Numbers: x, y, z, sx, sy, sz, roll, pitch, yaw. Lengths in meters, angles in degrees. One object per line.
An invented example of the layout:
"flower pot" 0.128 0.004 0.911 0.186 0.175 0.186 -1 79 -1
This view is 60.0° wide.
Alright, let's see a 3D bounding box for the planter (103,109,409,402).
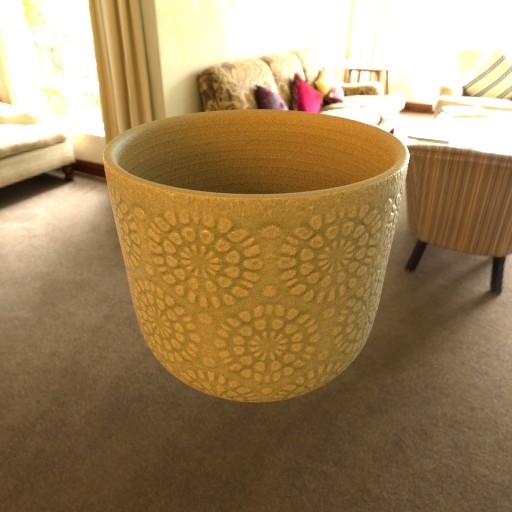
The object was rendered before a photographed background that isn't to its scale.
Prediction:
"planter" 0.000 0.000 0.293 0.169 0.153 0.169 0 30 0
